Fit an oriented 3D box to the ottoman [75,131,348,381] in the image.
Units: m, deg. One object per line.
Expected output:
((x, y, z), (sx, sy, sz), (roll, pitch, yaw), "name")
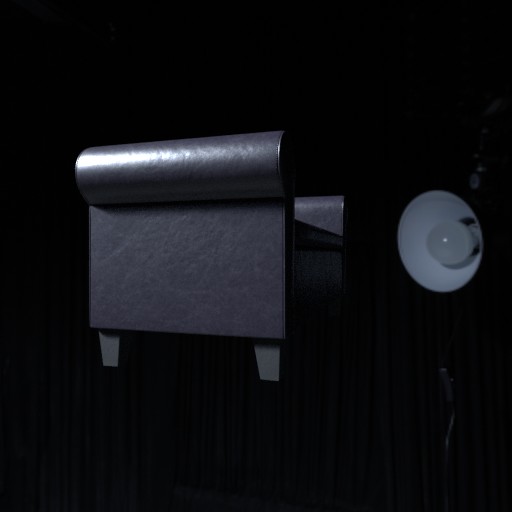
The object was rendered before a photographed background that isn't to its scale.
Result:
((0.000, 0.000, 1.573), (0.521, 0.547, 1.256), (0, 0, 18), "ottoman")
